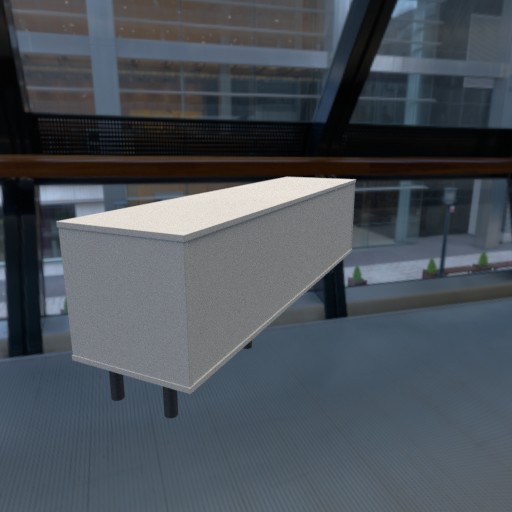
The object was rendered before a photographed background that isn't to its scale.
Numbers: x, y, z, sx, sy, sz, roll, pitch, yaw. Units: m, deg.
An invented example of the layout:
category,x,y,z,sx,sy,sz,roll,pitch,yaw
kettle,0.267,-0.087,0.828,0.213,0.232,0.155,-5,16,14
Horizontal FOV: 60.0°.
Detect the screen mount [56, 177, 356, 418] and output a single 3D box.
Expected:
category,x,y,z,sx,sy,sz,roll,pitch,yaw
screen mount,0.000,0.000,1.837,0.418,0.520,1.600,7,16,25
